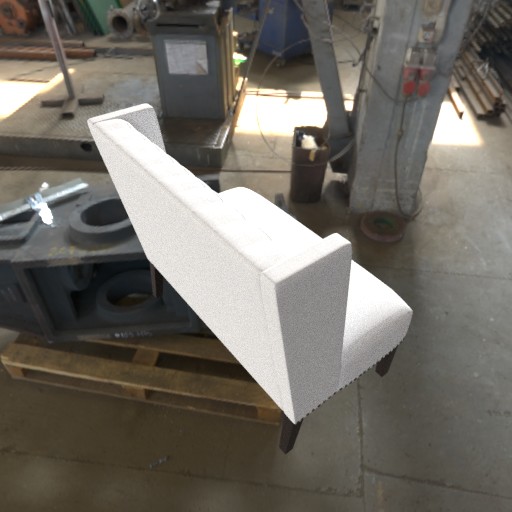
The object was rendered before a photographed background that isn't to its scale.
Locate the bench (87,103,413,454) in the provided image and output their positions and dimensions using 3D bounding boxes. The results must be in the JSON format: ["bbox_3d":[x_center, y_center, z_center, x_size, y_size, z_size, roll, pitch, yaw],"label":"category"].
[{"bbox_3d":[0.000,0.000,2.056,0.847,1.123,1.280,-27,48,-27],"label":"bench"}]
